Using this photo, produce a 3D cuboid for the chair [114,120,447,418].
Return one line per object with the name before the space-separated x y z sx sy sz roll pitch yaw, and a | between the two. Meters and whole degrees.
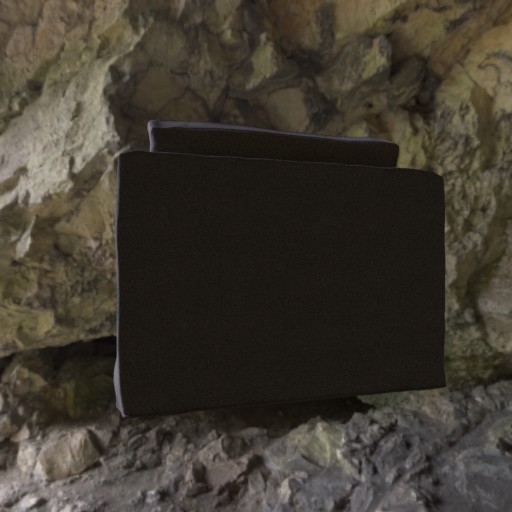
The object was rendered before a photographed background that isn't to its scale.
chair | 0.000 0.000 1.736 1.057 0.863 0.949 0 0 -16
